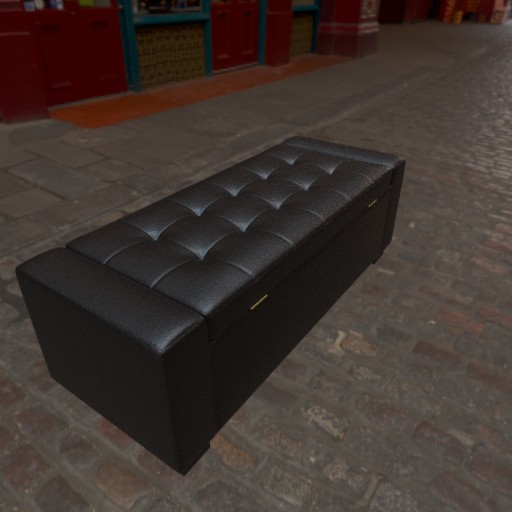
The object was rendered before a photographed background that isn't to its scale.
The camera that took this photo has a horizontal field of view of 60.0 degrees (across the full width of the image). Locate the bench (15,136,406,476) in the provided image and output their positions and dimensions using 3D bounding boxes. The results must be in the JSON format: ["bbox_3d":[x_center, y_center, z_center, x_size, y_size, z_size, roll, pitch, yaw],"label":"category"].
[{"bbox_3d":[0.000,0.000,1.479,0.508,0.445,1.296,21,37,30],"label":"bench"}]
